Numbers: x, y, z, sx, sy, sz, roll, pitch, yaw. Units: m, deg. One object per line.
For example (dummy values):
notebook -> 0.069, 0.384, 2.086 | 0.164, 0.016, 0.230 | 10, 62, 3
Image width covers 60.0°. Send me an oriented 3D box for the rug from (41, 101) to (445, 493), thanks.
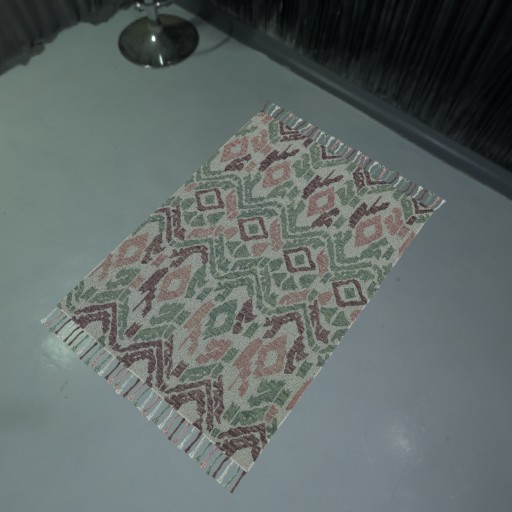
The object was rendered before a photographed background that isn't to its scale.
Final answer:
rug -> 0.000, 0.000, 2.268 | 1.219, 0.010, 1.829 | 35, 68, 16
